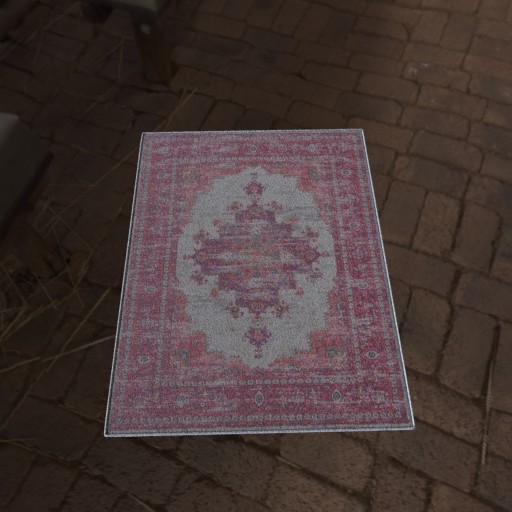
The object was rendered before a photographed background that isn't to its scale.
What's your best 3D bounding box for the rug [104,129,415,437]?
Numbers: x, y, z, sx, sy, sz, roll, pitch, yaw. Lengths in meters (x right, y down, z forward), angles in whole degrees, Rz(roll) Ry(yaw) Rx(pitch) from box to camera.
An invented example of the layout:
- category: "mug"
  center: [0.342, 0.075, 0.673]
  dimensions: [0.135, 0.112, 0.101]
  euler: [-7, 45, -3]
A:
- category: "rug"
  center: [0.000, 0.000, 4.186]
  dimensions: [2.447, 0.017, 3.123]
  euler: [-1, 63, -1]
